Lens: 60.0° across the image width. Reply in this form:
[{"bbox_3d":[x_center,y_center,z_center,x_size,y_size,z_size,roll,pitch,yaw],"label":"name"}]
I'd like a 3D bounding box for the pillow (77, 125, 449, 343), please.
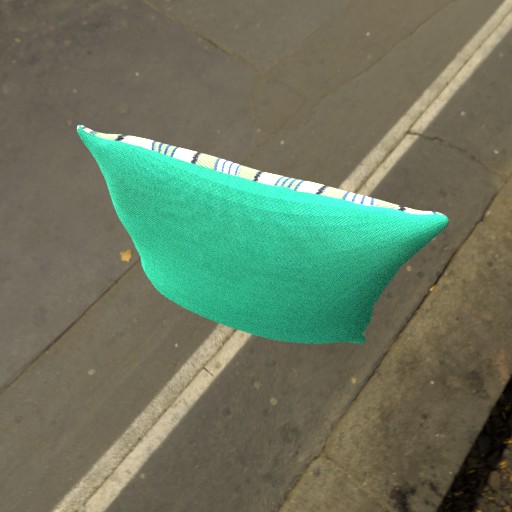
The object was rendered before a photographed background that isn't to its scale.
[{"bbox_3d":[0.000,0.000,0.678,0.440,0.441,0.182,16,65,8],"label":"pillow"}]
